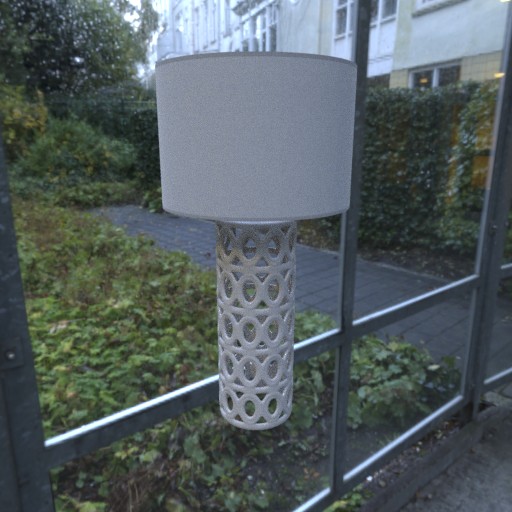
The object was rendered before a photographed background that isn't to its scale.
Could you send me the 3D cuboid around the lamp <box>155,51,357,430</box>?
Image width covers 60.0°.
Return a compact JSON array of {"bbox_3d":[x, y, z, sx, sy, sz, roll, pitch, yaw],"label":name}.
[{"bbox_3d":[0.000,0.000,0.812,0.324,0.636,0.325,-8,17,-26],"label":"lamp"}]
